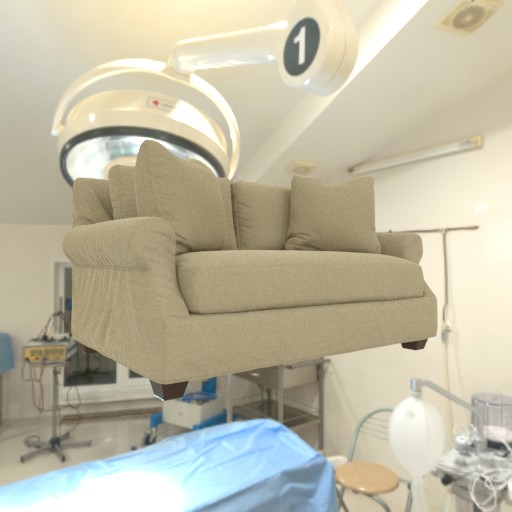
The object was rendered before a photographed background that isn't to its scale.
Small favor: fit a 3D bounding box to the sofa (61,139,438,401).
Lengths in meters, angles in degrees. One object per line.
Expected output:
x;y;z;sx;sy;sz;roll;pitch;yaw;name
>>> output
0.000;0.000;2.126;1.550;0.905;1.070;0;-1;-36;sofa
